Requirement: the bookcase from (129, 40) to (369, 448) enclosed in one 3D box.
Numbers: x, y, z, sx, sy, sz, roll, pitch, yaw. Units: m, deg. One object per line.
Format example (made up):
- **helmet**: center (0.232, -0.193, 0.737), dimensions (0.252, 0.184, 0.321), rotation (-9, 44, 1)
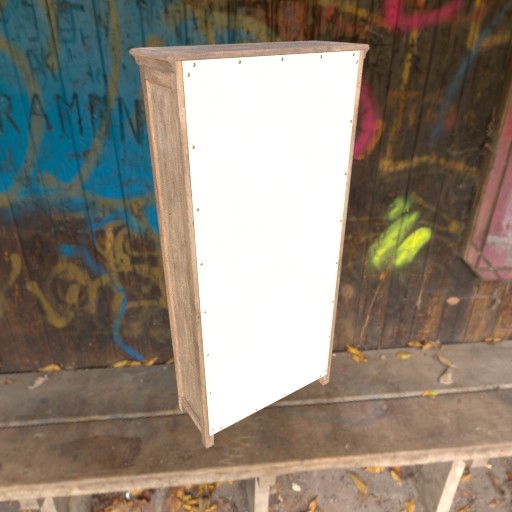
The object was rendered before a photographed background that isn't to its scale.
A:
- **bookcase**: center (0.000, 0.000, 2.191), dimensions (0.906, 1.880, 0.348), rotation (-18, 34, -29)
